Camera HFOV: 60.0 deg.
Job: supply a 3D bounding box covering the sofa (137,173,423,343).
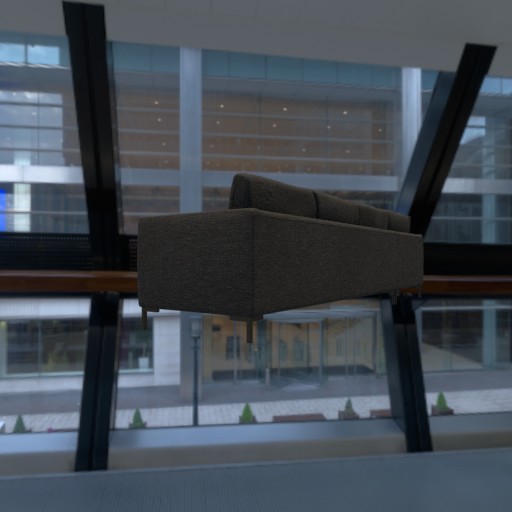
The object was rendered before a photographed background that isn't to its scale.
[{"bbox_3d":[0.000,0.000,3.755,2.007,0.815,2.949,0,0,35],"label":"sofa"}]
